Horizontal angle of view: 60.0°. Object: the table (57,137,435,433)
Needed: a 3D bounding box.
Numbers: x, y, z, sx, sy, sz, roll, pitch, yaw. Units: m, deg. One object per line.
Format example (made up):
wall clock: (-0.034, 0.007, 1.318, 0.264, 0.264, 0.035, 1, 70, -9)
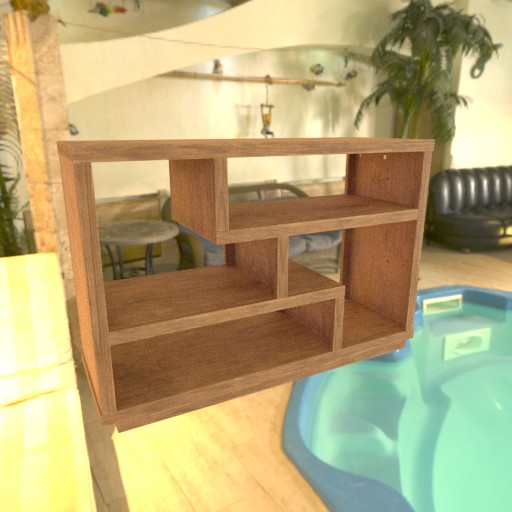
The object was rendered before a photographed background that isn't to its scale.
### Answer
table: (0.000, 0.000, 1.524, 1.151, 0.771, 0.410, -8, 18, -26)
